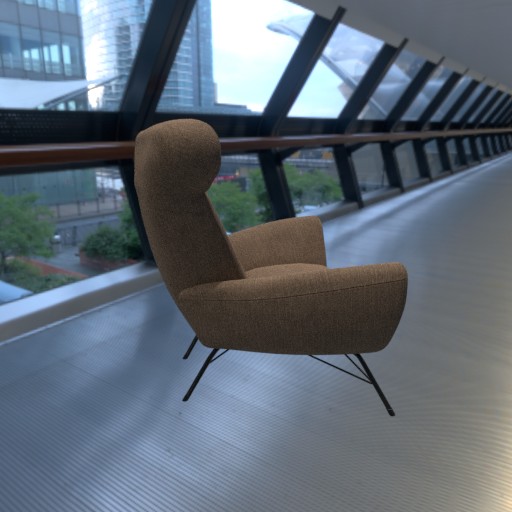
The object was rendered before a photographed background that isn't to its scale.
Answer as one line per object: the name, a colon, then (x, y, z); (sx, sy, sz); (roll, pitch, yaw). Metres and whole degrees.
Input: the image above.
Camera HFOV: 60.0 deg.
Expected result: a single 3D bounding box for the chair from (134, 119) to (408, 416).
chair: (0.000, 0.000, 1.779); (0.900, 1.040, 0.980); (-3, 15, -10)
